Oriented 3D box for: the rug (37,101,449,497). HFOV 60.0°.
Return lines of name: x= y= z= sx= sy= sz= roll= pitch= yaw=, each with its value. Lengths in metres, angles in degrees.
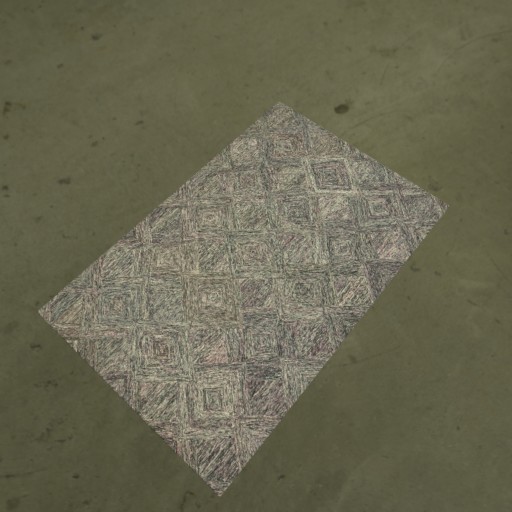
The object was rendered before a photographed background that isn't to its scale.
rug: x=0.000 y=0.000 z=2.843 sx=1.501 sy=0.017 sz=2.298 roll=37 pitch=69 yaw=17
